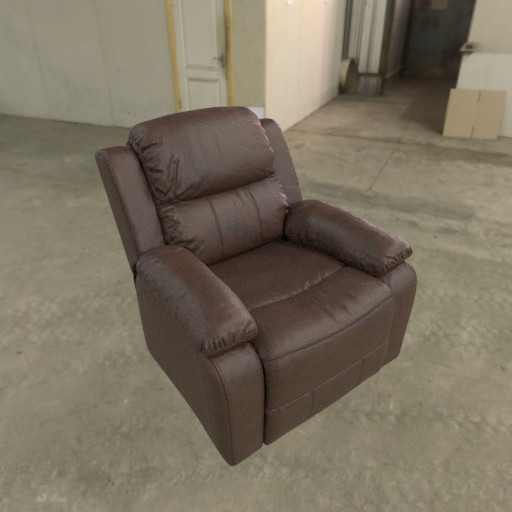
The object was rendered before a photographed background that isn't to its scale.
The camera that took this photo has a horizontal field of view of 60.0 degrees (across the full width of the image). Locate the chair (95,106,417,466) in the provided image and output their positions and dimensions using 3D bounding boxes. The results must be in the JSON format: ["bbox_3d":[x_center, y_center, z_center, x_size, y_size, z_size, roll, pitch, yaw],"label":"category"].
[{"bbox_3d":[0.000,0.000,1.256,0.680,0.702,0.707,-21,37,-31],"label":"chair"}]
